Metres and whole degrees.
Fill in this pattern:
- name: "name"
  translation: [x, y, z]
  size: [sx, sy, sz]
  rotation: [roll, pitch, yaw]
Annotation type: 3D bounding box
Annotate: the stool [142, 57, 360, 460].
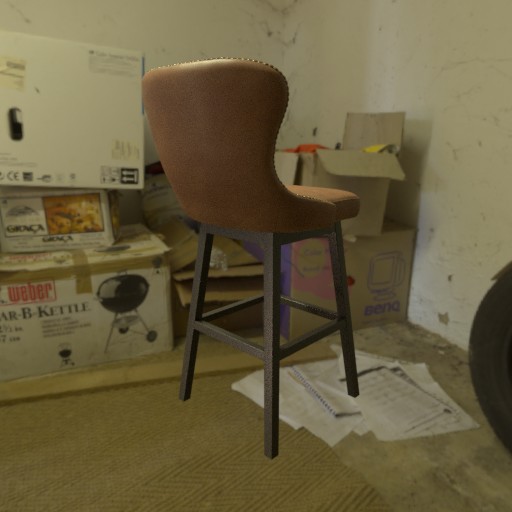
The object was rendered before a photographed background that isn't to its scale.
- name: "stool"
  translation: [0.000, 0.000, 1.380]
  size: [0.528, 1.050, 0.601]
  rotation: [14, 20, 43]
